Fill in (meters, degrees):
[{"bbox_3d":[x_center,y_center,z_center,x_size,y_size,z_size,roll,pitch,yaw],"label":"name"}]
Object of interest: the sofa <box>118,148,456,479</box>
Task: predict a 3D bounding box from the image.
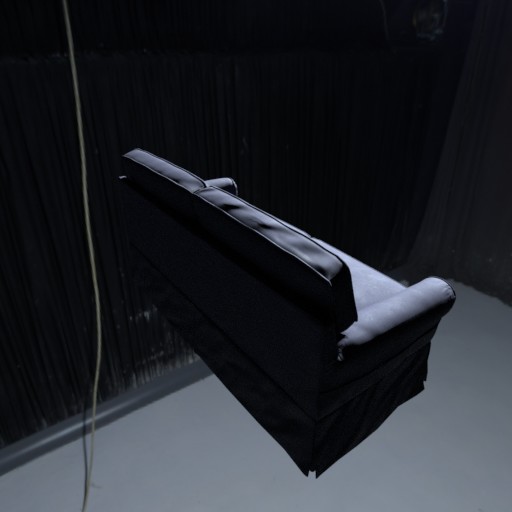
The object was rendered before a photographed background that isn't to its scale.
[{"bbox_3d":[0.000,0.000,2.826,0.983,1.094,2.256,-18,33,-31],"label":"sofa"}]
